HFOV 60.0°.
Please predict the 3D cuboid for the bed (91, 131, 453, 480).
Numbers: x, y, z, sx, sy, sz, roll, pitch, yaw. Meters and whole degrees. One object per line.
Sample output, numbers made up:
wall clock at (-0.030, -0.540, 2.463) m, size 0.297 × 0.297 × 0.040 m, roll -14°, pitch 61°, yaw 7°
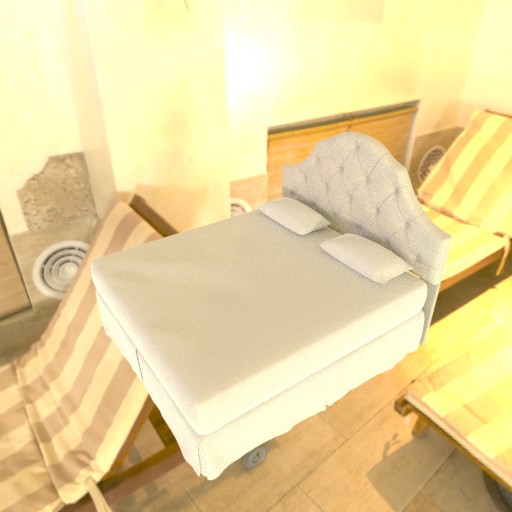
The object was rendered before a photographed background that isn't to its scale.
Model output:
bed at (0.000, 0.000, 3.567) m, size 2.214 × 1.615 × 2.008 m, roll -20°, pitch 37°, yaw -30°
